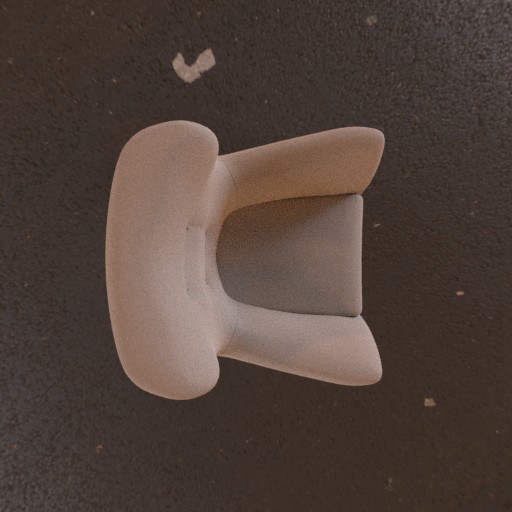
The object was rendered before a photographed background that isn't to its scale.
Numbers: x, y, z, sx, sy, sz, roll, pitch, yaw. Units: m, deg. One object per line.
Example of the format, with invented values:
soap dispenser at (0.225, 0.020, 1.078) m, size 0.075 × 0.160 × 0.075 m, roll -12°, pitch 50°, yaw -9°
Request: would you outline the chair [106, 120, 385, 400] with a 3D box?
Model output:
chair at (0.000, 0.000, 1.663) m, size 0.889 × 0.889 × 0.890 m, roll 0°, pitch 92°, yaw -2°
